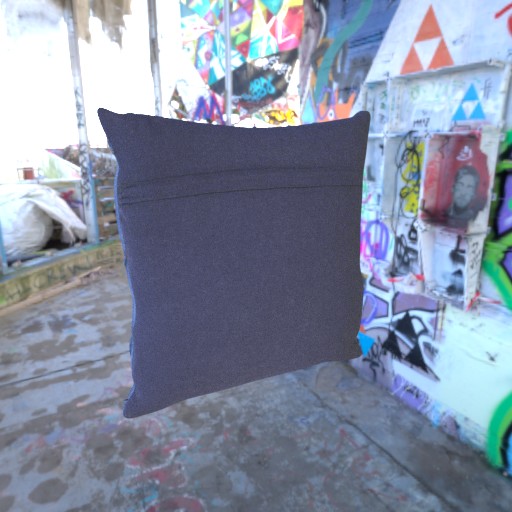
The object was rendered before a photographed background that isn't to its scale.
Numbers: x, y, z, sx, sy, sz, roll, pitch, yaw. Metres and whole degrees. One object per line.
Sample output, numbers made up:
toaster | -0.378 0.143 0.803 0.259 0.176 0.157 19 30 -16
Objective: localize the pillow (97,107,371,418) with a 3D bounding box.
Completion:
pillow | 0.000 0.000 0.688 0.439 0.440 0.183 -8 17 -27
